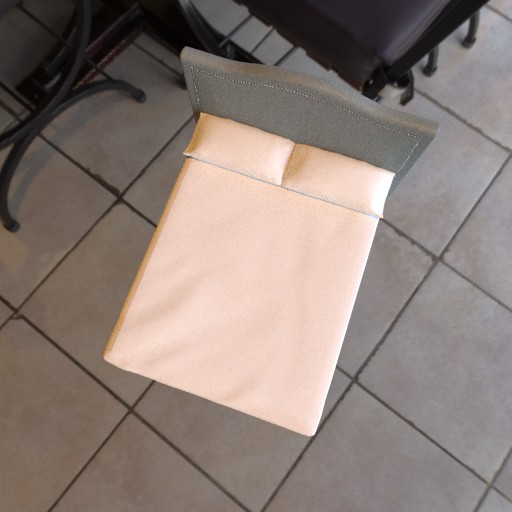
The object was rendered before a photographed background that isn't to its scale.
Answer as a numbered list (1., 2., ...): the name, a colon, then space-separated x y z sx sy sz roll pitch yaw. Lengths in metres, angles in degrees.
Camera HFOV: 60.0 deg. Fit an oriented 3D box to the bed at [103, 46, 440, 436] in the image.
1. bed: 0.000 0.000 3.232 1.753 1.460 2.143 19 76 5
